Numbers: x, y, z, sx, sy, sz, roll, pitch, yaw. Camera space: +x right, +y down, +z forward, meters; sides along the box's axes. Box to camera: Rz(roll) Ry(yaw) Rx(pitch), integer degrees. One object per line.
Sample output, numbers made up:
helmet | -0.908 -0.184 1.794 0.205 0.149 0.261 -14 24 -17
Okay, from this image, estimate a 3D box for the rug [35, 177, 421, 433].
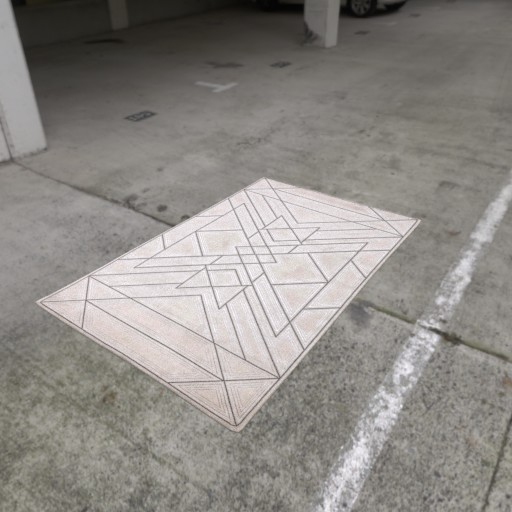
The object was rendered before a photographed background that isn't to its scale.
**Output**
rug | 0.000 0.000 3.161 1.575 0.023 2.459 21 38 30
